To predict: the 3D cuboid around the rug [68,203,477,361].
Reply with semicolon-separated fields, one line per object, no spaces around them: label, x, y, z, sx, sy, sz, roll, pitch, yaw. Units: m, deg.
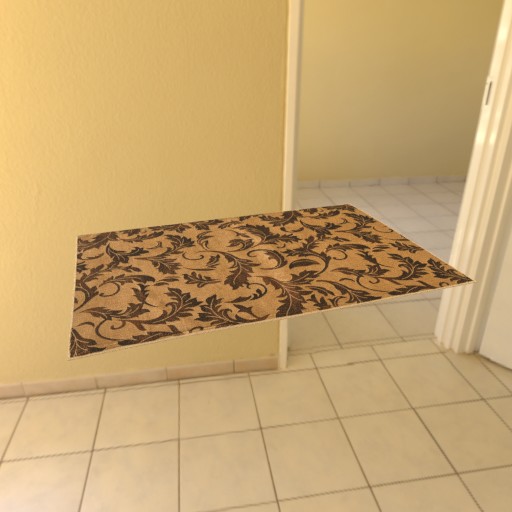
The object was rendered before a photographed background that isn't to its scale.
rug;0.000;0.000;2.951;2.284;0.008;1.522;-8;27;-17
